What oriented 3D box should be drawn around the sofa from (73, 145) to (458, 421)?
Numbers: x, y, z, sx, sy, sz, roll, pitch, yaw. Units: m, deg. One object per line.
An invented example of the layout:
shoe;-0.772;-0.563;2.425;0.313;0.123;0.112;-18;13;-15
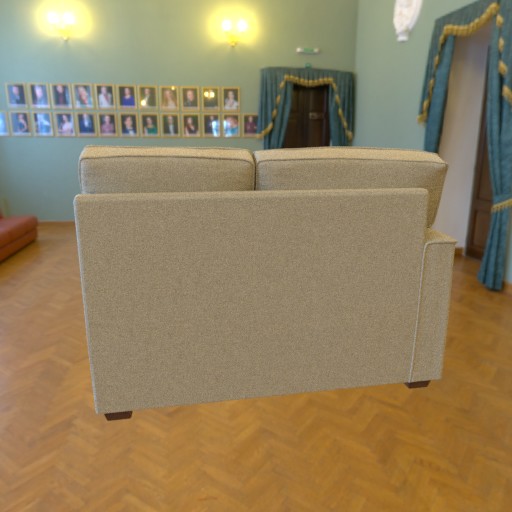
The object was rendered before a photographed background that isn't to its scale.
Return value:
sofa;0.000;0.000;2.039;1.388;0.989;0.991;-3;14;-10
